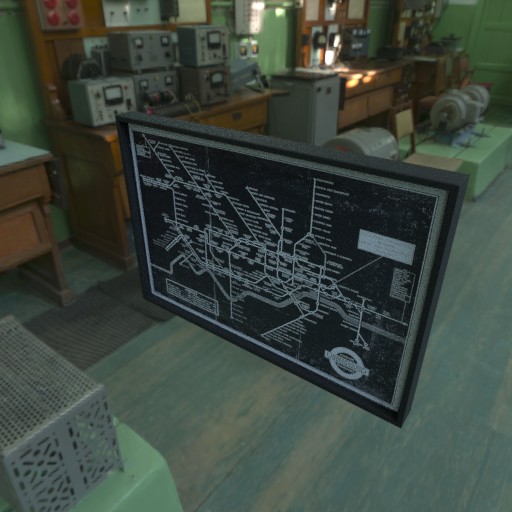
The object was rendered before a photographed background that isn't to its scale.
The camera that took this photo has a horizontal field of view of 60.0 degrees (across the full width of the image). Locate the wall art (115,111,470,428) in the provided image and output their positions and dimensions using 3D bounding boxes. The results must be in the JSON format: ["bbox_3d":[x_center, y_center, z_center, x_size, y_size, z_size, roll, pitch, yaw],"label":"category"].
[{"bbox_3d":[0.000,0.000,0.859,0.671,0.456,0.051,20,35,31],"label":"wall art"}]
